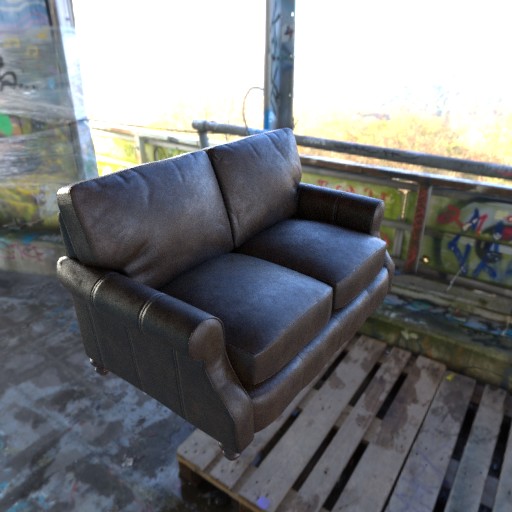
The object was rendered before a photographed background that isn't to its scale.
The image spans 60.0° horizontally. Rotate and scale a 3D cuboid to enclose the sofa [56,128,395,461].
[{"bbox_3d":[0.000,0.000,2.181,0.990,0.976,1.616,18,31,32],"label":"sofa"}]
